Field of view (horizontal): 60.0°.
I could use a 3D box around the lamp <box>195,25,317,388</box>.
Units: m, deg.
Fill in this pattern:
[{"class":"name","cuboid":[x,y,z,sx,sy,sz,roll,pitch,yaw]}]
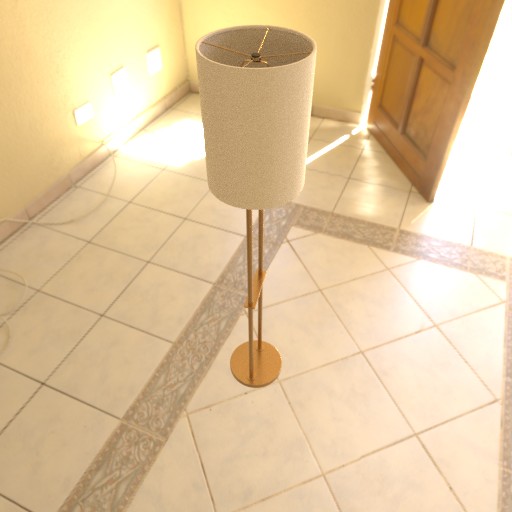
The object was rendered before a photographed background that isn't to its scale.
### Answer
[{"class":"lamp","cuboid":[0.000,0.000,1.644,0.305,1.500,0.306,10,46,10]}]
